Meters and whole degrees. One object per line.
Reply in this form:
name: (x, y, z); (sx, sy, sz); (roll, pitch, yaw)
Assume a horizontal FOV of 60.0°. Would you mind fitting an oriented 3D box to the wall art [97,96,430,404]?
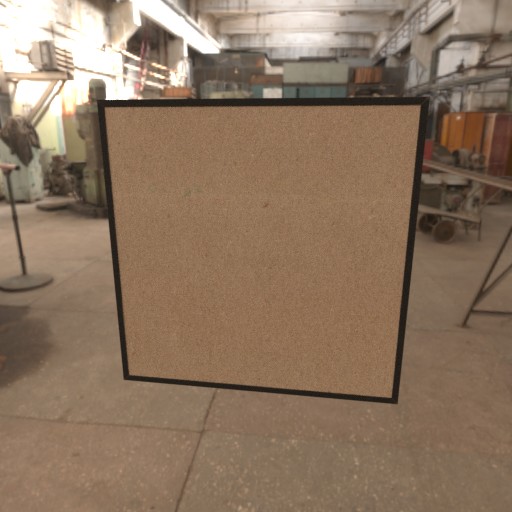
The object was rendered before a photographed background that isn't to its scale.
wall art: (0.000, 0.000, 0.759); (0.508, 0.508, 0.038); (3, 17, 8)
